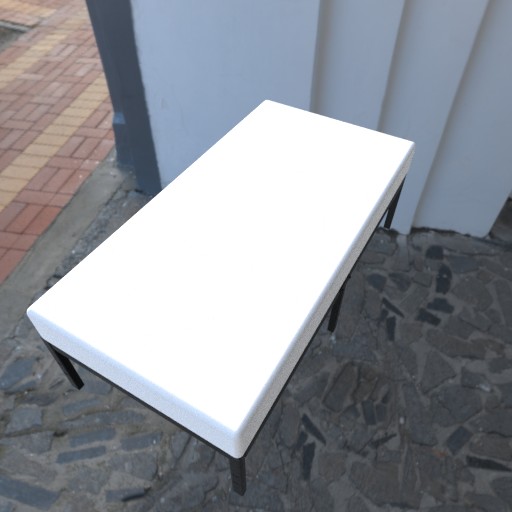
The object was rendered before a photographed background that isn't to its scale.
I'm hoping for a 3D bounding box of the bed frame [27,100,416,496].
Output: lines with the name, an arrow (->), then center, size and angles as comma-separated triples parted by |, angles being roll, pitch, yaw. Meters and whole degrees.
bed frame -> 0.000, 0.000, 2.385 | 1.023, 0.659, 1.950 | 23, 52, 20
